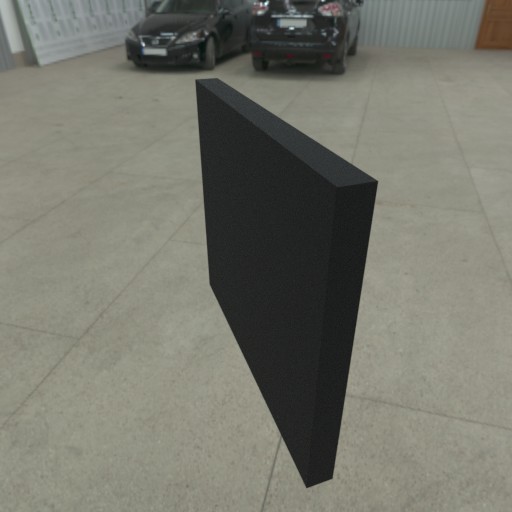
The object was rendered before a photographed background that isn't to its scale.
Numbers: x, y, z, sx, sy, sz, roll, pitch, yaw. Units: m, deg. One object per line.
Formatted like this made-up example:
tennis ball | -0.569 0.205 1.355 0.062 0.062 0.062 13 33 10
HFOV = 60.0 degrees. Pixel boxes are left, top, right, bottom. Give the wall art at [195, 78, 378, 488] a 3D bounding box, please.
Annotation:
wall art | 0.000 0.000 0.521 0.031 0.330 0.381 -11 33 -17
